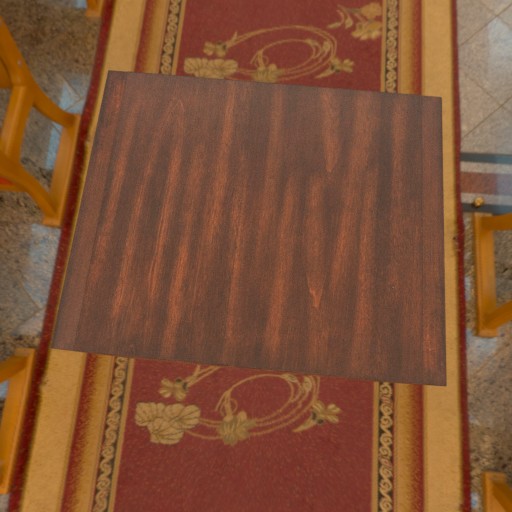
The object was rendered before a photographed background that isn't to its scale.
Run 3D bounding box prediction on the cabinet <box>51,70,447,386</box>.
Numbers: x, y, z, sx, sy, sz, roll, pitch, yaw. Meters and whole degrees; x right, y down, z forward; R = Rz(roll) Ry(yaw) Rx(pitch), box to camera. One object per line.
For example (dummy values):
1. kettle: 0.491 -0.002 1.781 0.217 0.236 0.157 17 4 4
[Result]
1. cabinet: 0.000 0.000 0.812 0.500 0.455 0.402 5 75 1
